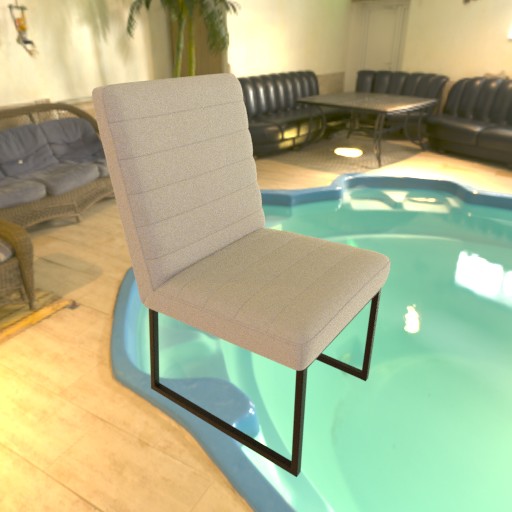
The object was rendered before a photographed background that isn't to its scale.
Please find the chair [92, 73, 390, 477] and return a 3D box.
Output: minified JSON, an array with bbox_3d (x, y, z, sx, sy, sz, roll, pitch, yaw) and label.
[{"bbox_3d":[0.000,0.000,1.273,0.634,0.930,0.520,18,32,32],"label":"chair"}]
